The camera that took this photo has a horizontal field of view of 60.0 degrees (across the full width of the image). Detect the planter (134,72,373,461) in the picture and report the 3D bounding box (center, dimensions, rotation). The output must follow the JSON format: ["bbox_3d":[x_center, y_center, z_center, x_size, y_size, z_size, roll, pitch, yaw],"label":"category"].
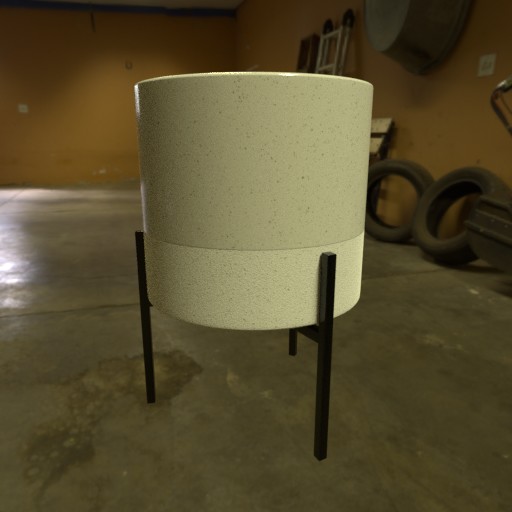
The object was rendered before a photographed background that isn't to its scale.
[{"bbox_3d":[0.000,0.000,0.323,0.152,0.230,0.159,8,17,26],"label":"planter"}]
